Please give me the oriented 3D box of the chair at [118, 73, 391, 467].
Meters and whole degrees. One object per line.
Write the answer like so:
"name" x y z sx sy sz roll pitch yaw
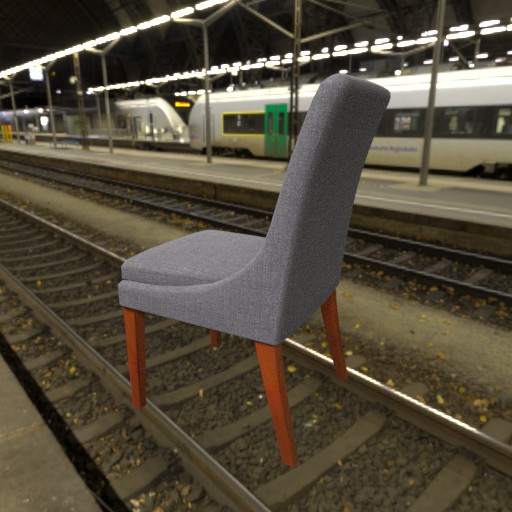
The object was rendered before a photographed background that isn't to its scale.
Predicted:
"chair" 0.000 0.000 1.328 0.655 0.952 0.508 8 18 26
